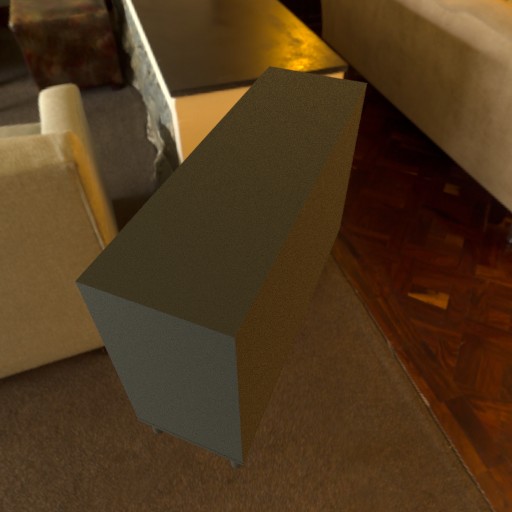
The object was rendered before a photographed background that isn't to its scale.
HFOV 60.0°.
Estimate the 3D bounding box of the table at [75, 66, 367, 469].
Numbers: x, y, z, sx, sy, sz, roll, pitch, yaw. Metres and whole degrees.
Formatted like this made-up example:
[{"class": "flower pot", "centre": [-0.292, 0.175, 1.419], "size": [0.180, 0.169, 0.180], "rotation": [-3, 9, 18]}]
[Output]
[{"class": "table", "centre": [0.000, 0.000, 1.626], "size": [0.400, 0.855, 1.200], "rotation": [17, 49, 15]}]
